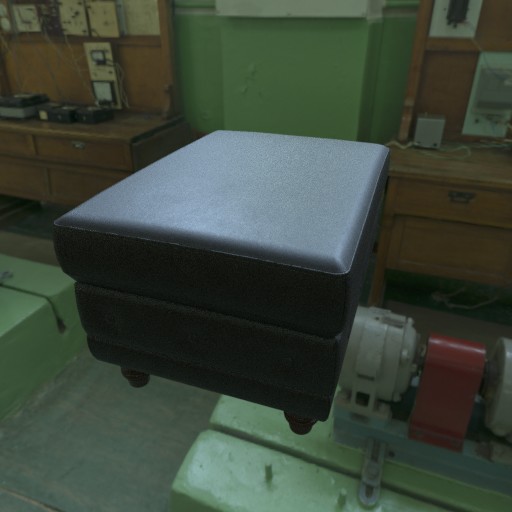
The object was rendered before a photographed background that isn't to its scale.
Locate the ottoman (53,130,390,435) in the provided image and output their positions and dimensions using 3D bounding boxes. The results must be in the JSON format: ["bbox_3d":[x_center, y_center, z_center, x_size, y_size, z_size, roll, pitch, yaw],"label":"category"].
[{"bbox_3d":[0.000,0.000,1.196,0.590,0.498,0.795,10,31,17],"label":"ottoman"}]
